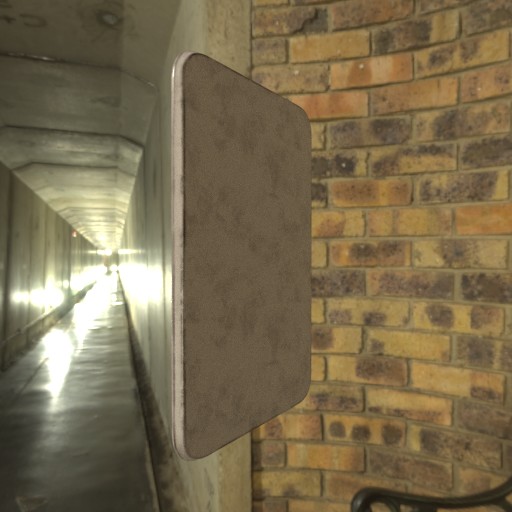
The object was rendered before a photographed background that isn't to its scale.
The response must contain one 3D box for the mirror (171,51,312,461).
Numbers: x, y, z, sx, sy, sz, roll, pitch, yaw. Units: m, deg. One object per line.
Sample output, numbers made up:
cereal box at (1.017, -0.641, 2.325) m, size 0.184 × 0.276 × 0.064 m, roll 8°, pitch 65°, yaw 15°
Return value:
mirror at (0.000, 0.000, 0.914) m, size 0.024 × 0.713 × 0.461 m, roll 0°, pitch 1°, yaw 35°
